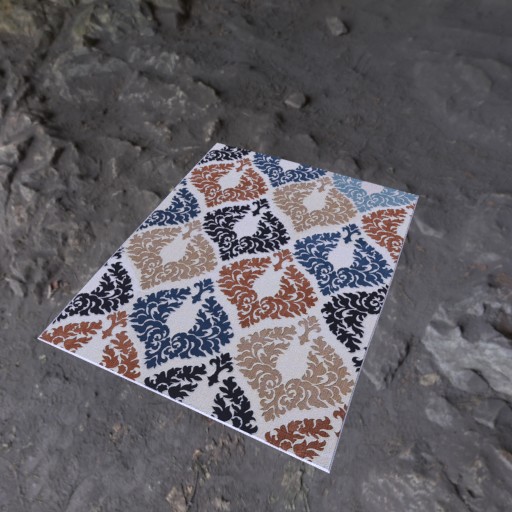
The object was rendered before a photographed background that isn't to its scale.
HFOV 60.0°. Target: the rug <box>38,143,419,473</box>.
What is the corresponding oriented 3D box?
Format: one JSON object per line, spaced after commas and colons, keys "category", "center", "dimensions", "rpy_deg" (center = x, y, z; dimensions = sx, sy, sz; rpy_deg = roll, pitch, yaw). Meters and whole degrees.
{"category": "rug", "center": [0.000, 0.000, 4.096], "dimensions": [2.423, 0.014, 3.040], "rpy_deg": [18, 50, 16]}
